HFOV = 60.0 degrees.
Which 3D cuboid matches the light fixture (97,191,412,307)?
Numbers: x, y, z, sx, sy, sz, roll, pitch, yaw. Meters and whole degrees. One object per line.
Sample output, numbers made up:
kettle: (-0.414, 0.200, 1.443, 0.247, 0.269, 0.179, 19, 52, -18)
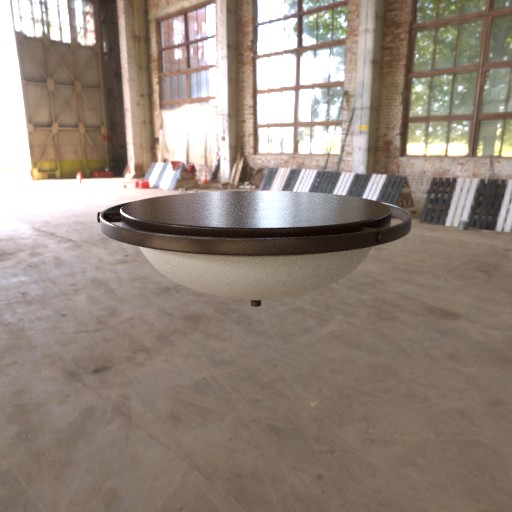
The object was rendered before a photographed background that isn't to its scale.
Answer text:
light fixture: (0.000, 0.000, 0.555, 0.361, 0.130, 0.361, 0, 14, 0)
